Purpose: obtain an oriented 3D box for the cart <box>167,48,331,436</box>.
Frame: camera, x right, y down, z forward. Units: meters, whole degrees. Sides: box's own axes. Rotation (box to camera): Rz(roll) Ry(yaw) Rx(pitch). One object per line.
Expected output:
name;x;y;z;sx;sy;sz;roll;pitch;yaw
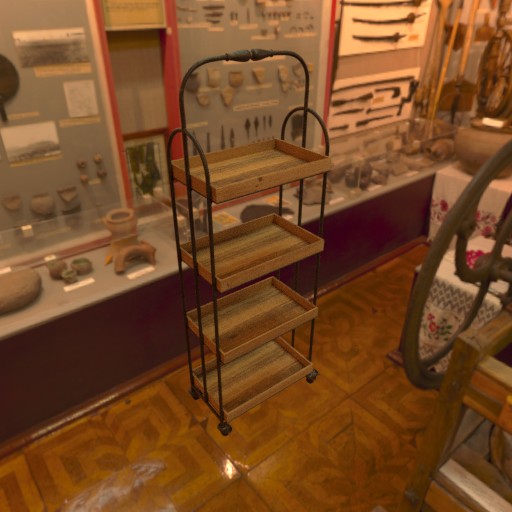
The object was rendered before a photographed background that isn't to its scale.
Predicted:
cart;0.000;0.000;1.739;0.581;1.481;0.308;-21;37;-31
